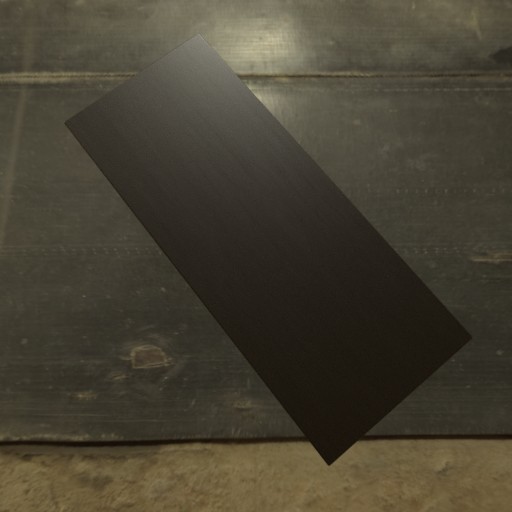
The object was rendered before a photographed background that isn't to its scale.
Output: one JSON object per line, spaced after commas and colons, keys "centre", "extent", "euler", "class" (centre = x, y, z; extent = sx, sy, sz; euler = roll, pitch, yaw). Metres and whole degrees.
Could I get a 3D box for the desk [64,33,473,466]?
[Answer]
{"centre": [0.000, 0.000, 1.629], "extent": [0.508, 0.775, 1.220], "euler": [-38, 79, -9], "class": "desk"}
